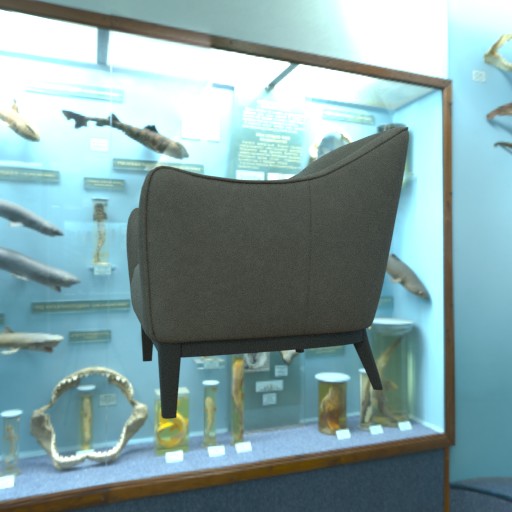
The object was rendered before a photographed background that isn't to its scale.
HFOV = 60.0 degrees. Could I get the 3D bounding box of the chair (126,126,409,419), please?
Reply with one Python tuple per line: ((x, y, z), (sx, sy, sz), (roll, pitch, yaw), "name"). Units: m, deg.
((0.000, 0.000, 1.563), (0.852, 0.830, 0.871), (0, -1, -18), "chair")
